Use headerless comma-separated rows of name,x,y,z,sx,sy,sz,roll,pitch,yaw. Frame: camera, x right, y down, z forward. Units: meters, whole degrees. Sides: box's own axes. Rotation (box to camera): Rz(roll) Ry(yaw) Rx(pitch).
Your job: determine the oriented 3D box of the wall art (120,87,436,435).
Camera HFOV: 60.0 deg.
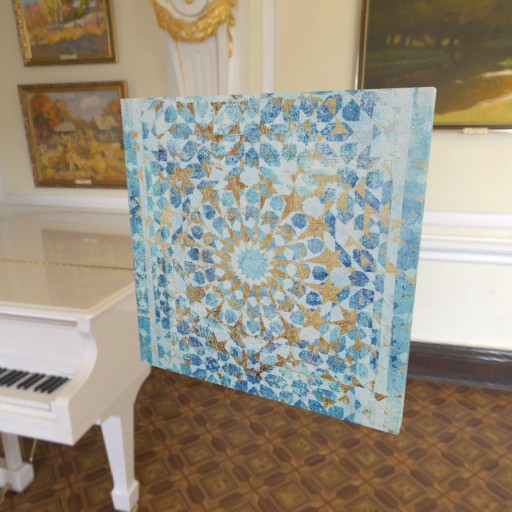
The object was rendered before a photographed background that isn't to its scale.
wall art,0.000,0.000,0.887,0.609,0.609,0.040,8,18,25
